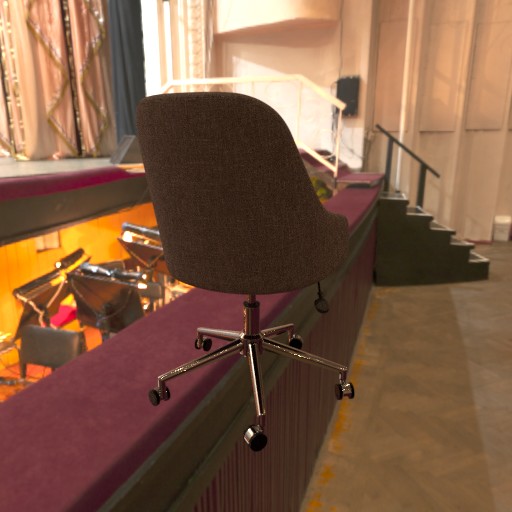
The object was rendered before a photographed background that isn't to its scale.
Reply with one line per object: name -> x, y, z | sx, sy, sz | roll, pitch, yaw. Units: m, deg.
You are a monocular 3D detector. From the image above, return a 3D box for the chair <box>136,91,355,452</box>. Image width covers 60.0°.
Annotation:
chair -> 0.000, 0.000, 1.435 | 0.671, 0.950, 0.712 | 8, 17, 25
